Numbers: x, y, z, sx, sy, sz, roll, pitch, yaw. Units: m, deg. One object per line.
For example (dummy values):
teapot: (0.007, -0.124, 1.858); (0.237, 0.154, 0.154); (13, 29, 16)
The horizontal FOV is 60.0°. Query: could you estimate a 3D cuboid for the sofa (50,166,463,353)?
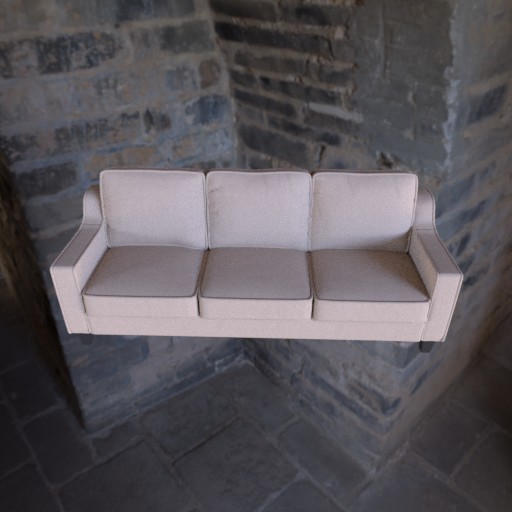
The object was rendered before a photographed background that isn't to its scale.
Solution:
sofa: (0.000, 0.000, 2.633); (2.131, 0.902, 0.791); (1, 32, 2)
